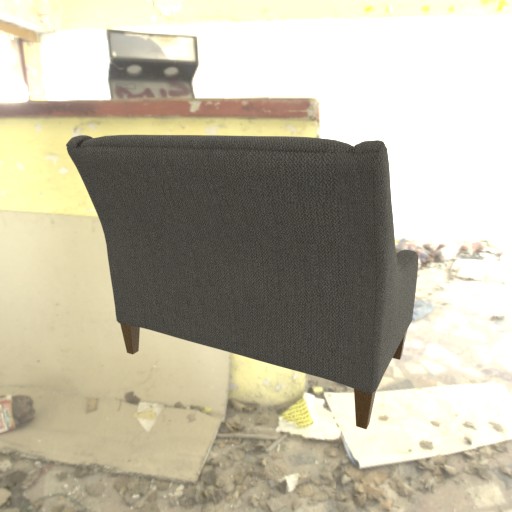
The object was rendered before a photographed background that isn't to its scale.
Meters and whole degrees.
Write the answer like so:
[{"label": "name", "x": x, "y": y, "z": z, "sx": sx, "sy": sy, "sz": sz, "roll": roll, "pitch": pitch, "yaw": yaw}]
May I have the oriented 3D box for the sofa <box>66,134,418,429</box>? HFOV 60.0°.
[{"label": "sofa", "x": 0.000, "y": 0.000, "z": 1.923, "sx": 1.242, "sy": 1.022, "sz": 0.873, "roll": 9, "pitch": 18, "yaw": 28}]
